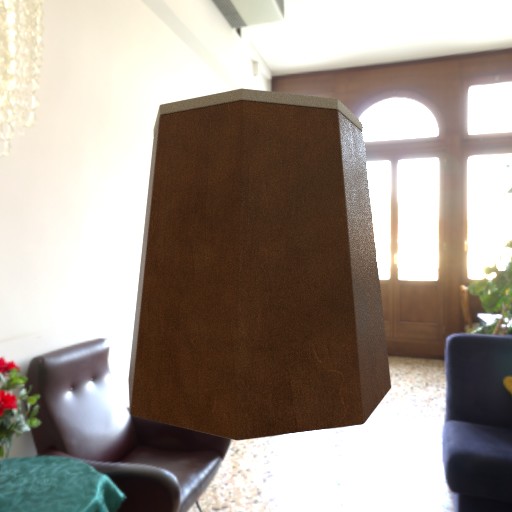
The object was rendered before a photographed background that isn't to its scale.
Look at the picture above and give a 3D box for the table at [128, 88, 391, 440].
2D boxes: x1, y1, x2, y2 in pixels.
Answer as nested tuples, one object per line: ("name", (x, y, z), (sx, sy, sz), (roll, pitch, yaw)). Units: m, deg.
("table", (0.000, 0.000, 0.784), (0.439, 0.457, 0.439), (0, 1, -19))
